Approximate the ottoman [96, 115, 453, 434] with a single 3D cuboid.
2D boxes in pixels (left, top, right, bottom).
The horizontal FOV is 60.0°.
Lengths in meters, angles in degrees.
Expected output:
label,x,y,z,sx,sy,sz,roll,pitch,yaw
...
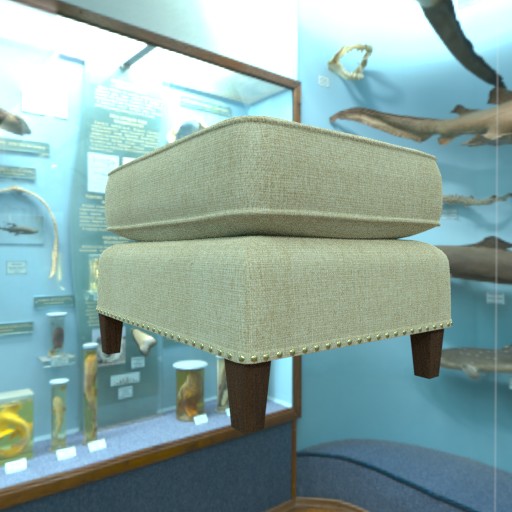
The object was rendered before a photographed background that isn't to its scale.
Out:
label,x,y,z,sx,sy,sz,roll,pitch,yaw
ottoman,0.000,0.000,1.116,0.589,0.537,0.738,0,1,-36
